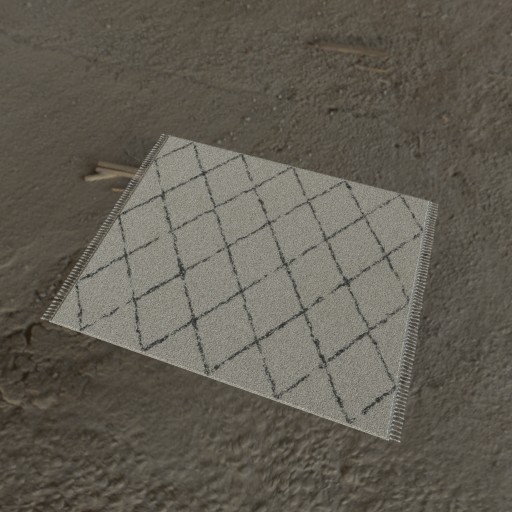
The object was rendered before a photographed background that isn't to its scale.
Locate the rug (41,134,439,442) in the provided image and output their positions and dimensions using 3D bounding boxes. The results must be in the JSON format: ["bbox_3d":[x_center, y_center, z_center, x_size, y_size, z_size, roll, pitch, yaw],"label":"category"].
[{"bbox_3d":[0.000,0.000,4.097,3.051,0.013,2.380,16,59,10],"label":"rug"}]
